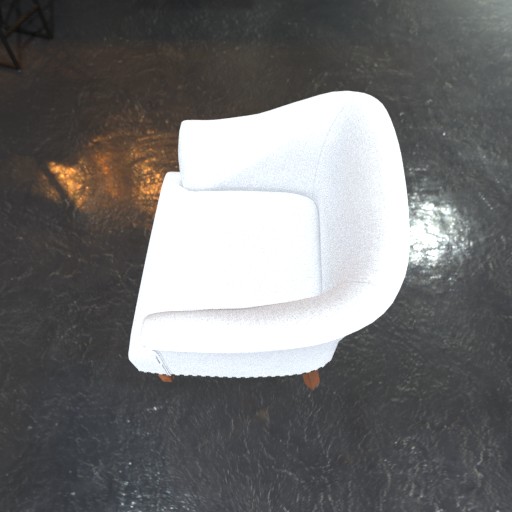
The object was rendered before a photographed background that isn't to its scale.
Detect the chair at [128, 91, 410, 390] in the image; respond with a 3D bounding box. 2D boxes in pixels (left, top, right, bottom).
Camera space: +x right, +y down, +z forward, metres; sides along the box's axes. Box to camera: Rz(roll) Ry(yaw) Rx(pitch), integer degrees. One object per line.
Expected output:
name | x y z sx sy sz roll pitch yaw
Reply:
chair | 0.000 0.000 1.399 0.704 0.815 0.798 2 58 1
